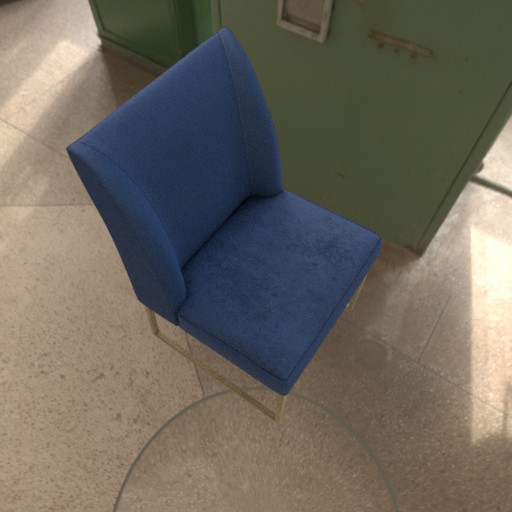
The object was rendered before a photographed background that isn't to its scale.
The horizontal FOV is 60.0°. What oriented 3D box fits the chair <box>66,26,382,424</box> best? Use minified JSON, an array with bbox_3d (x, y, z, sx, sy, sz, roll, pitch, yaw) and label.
[{"bbox_3d":[0.000,0.000,1.167,0.522,0.863,0.508,31,63,18],"label":"chair"}]
